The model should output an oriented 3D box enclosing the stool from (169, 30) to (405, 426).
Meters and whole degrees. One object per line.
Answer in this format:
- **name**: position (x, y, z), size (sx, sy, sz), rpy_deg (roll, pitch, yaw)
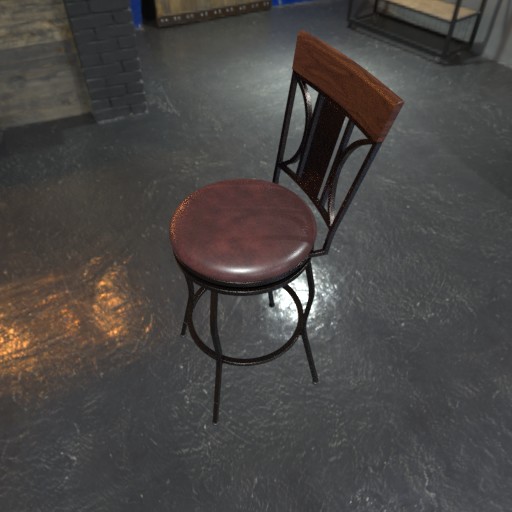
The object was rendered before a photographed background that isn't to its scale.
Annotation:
- **stool**: position (0.000, 0.000, 1.385), size (0.513, 1.130, 0.448), rpy_deg (-17, 48, -16)
